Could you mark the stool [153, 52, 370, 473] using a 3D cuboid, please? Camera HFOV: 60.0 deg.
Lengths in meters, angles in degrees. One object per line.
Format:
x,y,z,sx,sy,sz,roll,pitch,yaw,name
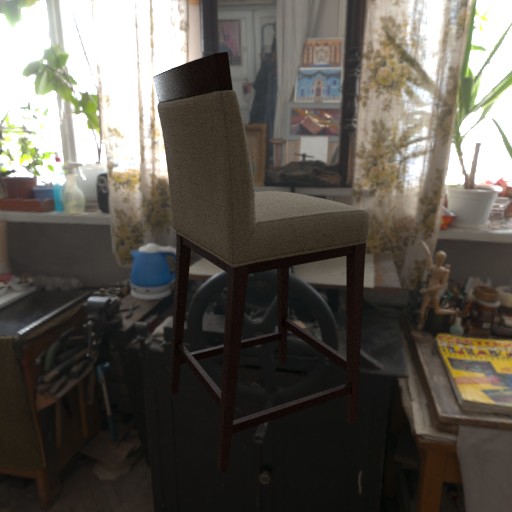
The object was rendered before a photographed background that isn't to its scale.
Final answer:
0.000,0.000,1.301,0.480,1.011,0.463,-8,18,-27,stool
